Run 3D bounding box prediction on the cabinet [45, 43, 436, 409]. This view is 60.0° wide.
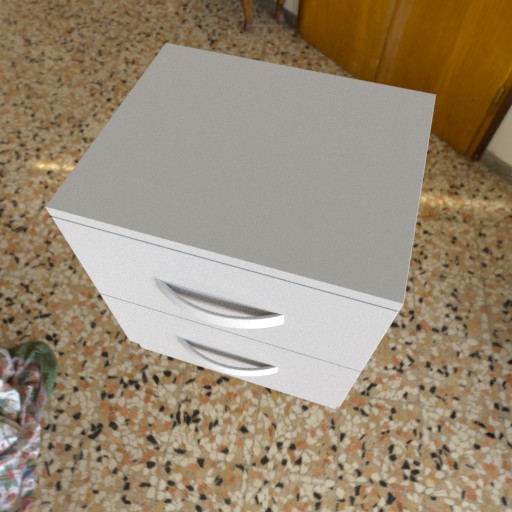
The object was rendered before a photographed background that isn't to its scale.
[{"bbox_3d":[0.000,0.000,0.742,0.400,0.470,0.360,15,59,9],"label":"cabinet"}]
